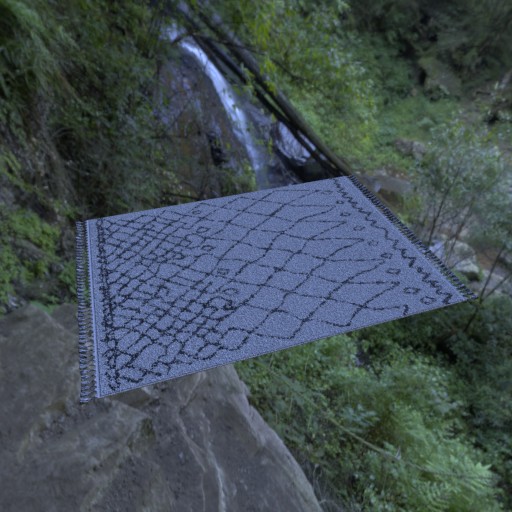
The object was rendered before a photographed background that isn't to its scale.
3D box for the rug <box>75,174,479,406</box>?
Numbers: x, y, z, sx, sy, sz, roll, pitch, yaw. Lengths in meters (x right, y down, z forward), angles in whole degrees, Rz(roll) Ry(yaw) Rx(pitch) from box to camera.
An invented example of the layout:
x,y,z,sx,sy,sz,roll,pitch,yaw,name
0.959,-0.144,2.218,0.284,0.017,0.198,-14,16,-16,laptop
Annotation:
x,y,z,sx,sy,sz,roll,pitch,yaw,name
0.000,0.000,2.999,2.312,0.017,1.613,-12,41,-14,rug
